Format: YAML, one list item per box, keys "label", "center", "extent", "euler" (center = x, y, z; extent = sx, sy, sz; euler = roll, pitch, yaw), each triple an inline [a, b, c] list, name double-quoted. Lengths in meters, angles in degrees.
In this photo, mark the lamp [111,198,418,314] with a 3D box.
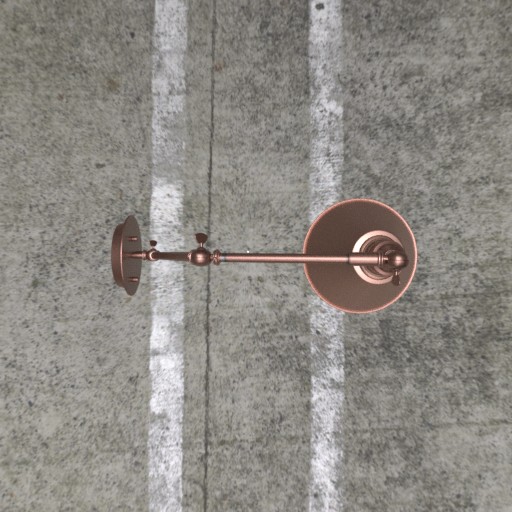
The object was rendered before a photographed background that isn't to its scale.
- label: "lamp"
  center: [0.000, 0.000, 0.871]
  extent: [0.624, 0.502, 0.223]
  euler: [0, 91, -1]
